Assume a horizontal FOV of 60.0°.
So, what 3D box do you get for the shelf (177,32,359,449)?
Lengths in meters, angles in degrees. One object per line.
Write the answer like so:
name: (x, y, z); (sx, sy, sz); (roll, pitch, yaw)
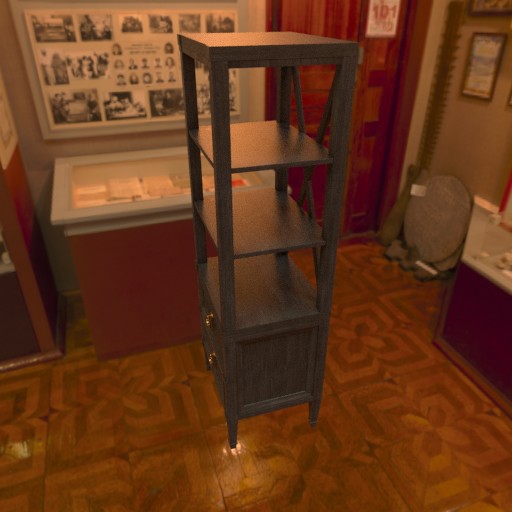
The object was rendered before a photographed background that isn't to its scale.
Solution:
shelf: (0.000, 0.000, 1.951); (0.472, 1.727, 0.584); (-9, 31, -15)
